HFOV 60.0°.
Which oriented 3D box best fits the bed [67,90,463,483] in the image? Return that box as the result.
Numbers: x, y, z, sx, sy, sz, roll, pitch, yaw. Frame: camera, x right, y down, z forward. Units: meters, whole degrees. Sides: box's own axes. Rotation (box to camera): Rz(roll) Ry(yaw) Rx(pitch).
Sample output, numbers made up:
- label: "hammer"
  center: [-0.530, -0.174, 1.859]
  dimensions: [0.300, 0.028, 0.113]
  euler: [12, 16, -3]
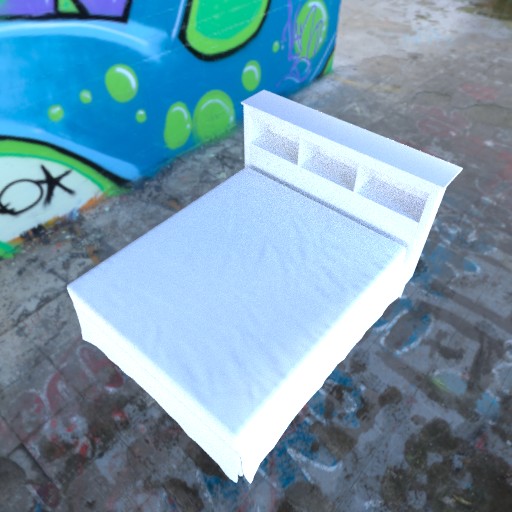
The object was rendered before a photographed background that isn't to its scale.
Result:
- label: "bed"
  center: [0.000, 0.000, 3.062]
  dimensions: [1.671, 1.092, 2.133]
  euler: [32, 54, 27]
